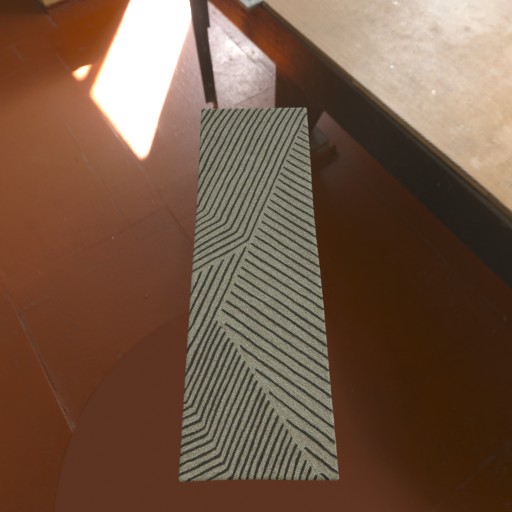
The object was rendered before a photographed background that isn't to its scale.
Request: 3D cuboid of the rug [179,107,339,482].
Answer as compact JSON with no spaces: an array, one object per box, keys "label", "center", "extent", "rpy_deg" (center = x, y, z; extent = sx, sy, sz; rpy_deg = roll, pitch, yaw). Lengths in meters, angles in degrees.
[{"label":"rug","center":[0.000,0.000,2.692],"extent":[0.773,0.020,2.439],"rpy_deg":[-1,63,0]}]
